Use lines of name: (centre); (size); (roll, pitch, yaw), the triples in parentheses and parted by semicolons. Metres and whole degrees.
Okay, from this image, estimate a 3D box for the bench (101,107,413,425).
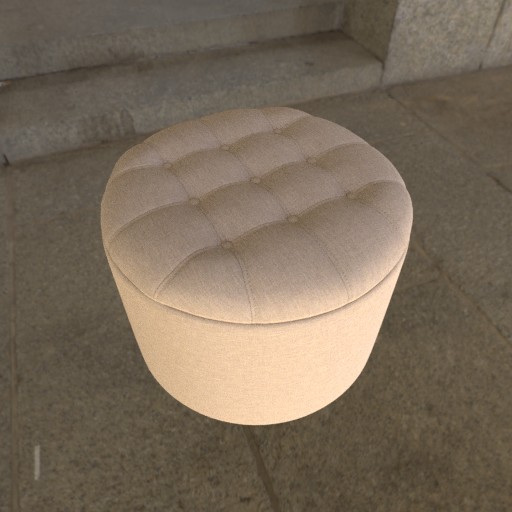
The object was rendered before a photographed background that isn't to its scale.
bench: (0.000, 0.000, 0.989); (0.600, 0.454, 0.600); (0, 47, 0)
